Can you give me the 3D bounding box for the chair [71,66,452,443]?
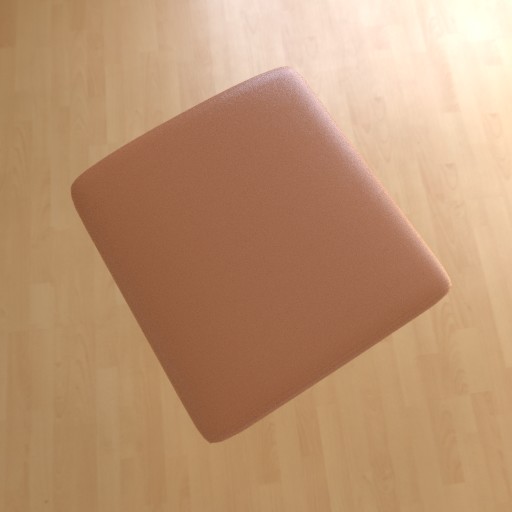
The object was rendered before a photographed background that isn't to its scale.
[{"bbox_3d":[0.000,0.000,0.907,0.530,0.410,0.530,-31,78,-7],"label":"chair"}]
